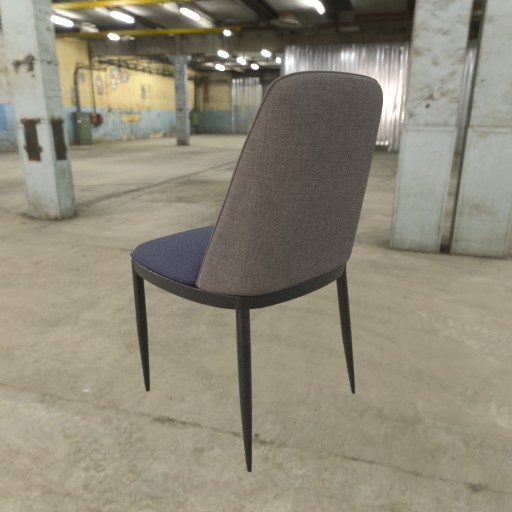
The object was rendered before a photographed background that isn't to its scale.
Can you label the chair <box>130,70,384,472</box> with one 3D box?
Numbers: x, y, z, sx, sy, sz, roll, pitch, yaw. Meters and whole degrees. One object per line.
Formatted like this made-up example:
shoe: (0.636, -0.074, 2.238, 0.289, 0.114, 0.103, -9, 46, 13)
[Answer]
chair: (0.000, 0.000, 1.160, 0.550, 0.855, 0.488, 16, 23, 42)
